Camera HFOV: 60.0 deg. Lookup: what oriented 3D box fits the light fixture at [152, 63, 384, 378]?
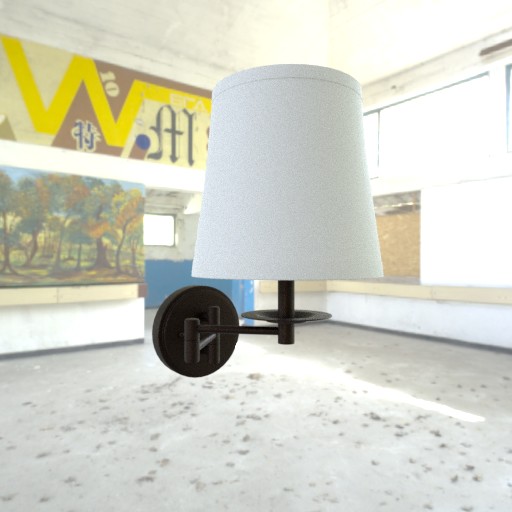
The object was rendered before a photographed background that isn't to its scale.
[{"bbox_3d":[0.000,0.000,0.260,0.100,0.172,0.157,0,-1,-35],"label":"light fixture"}]
